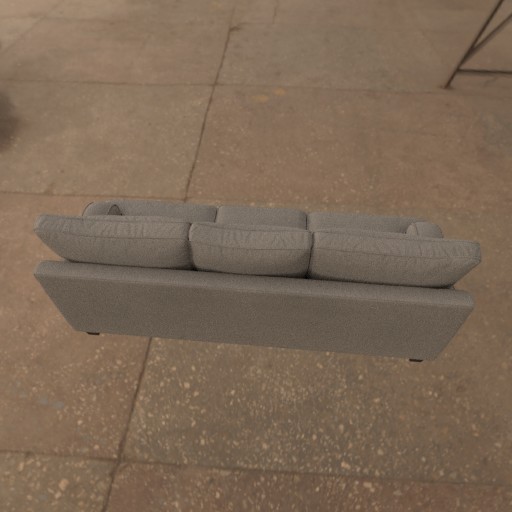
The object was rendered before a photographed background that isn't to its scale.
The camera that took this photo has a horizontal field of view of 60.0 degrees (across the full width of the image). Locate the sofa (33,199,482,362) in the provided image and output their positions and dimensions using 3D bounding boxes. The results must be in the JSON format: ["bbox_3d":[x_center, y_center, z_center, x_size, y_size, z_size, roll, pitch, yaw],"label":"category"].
[{"bbox_3d":[0.000,0.000,2.807,2.323,0.991,1.016,4,46,4],"label":"sofa"}]
